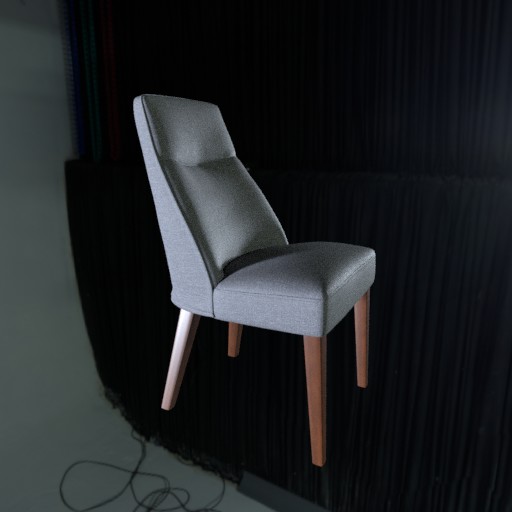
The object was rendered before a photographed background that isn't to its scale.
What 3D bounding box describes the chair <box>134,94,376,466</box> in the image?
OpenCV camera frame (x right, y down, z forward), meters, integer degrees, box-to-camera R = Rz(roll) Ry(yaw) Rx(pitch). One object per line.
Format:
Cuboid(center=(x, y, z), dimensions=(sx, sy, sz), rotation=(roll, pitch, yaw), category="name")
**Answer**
Cuboid(center=(0.000, 0.000, 1.339), dimensions=(0.620, 0.930, 0.500), rotation=(7, 16, 27), category="chair")
